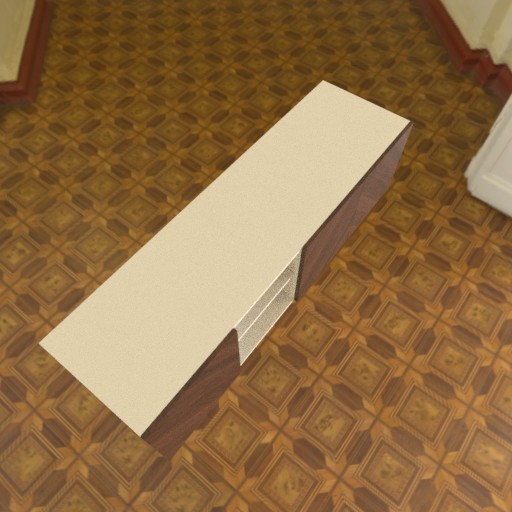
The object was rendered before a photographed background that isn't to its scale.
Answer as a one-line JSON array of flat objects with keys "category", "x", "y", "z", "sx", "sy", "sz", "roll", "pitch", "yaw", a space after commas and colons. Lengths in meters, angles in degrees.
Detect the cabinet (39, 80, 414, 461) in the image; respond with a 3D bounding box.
[{"category": "cabinet", "x": 0.000, "y": 0.000, "z": 1.751, "sx": 0.431, "sy": 0.533, "sz": 1.499, "roll": 33, "pitch": 64, "yaw": 19}]
